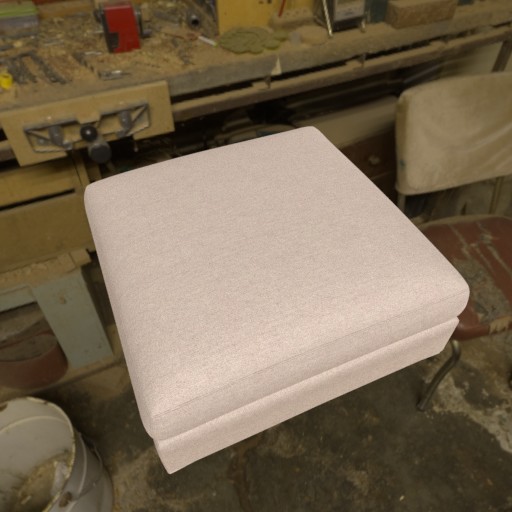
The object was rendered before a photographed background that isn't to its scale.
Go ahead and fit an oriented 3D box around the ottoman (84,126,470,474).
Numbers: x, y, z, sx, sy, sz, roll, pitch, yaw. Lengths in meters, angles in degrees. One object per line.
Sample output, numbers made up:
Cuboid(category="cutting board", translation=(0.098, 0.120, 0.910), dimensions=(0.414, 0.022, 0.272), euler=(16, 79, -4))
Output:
Cuboid(category="ottoman", translation=(0.000, 0.000, 1.605), dimensions=(1.041, 0.470, 1.041), euler=(-18, 49, -16))
